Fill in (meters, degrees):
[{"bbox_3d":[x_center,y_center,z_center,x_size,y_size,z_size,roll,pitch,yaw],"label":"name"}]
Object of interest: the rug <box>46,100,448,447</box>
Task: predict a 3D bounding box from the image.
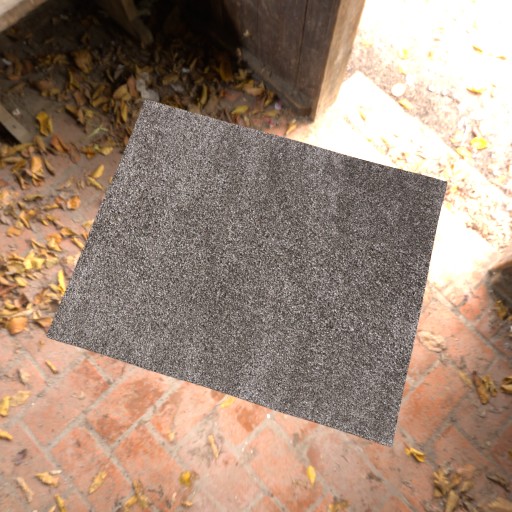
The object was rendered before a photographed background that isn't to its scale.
[{"bbox_3d":[0.000,0.000,3.944,3.000,0.025,2.401,16,76,4],"label":"rug"}]
